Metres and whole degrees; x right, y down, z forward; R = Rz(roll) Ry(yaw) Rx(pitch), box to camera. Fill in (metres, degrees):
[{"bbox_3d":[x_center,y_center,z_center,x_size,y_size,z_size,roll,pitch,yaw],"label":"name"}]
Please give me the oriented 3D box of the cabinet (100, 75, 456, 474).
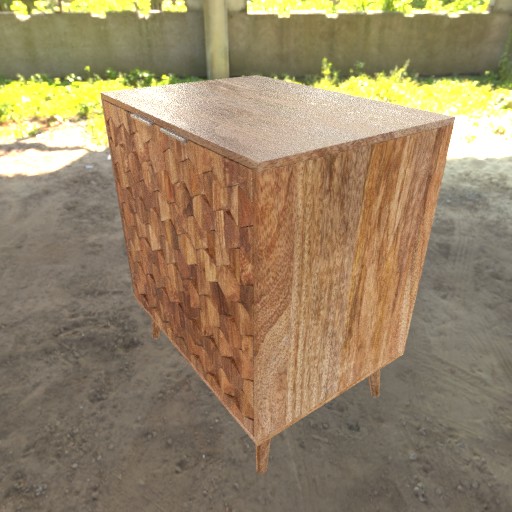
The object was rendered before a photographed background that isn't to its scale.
[{"bbox_3d":[0.000,0.000,1.141,0.473,0.758,0.647,-20,36,-30],"label":"cabinet"}]
